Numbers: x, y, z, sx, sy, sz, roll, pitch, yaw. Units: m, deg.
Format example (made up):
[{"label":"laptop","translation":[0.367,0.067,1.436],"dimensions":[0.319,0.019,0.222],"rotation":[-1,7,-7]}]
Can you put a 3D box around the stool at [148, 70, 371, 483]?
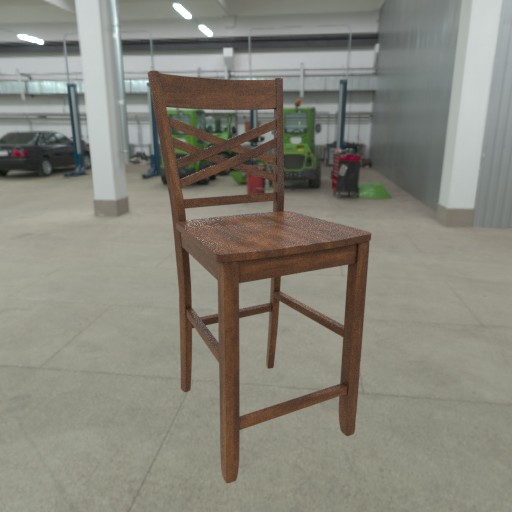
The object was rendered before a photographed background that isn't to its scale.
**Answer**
[{"label":"stool","translation":[0.000,0.000,1.356],"dimensions":[0.462,1.079,0.539],"rotation":[-8,18,-27]}]
